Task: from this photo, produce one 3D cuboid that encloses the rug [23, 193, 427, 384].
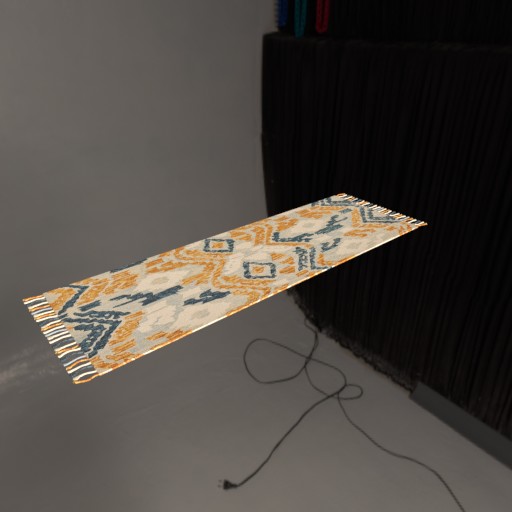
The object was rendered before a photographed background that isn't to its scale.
[{"bbox_3d":[0.000,0.000,2.664,2.437,0.010,0.783,-21,35,-34],"label":"rug"}]
